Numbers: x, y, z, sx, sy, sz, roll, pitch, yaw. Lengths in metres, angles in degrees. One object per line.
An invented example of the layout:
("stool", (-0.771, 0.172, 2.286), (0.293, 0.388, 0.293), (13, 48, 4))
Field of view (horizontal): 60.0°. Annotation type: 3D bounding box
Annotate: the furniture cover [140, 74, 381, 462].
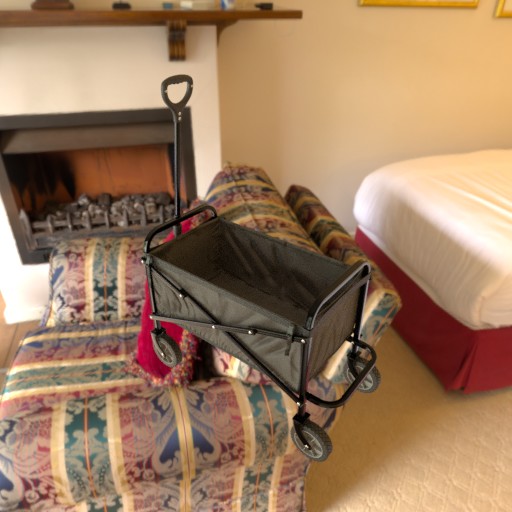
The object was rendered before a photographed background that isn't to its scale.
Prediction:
("furniture cover", (0.000, 0.000, 1.784), (1.038, 1.295, 0.532), (22, 37, 32))
